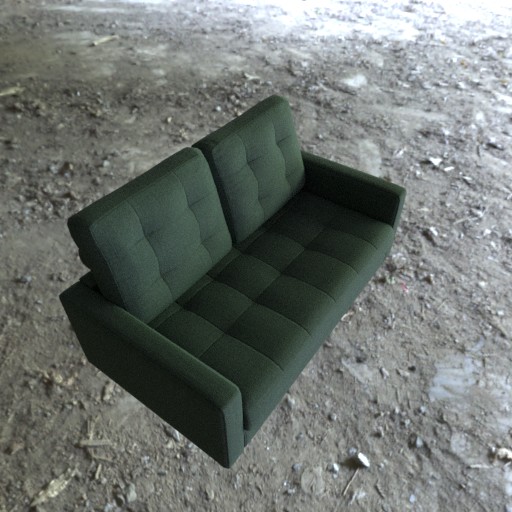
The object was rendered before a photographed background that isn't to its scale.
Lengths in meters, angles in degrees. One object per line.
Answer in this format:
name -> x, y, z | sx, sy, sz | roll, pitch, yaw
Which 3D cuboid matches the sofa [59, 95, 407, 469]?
sofa -> 0.000, 0.000, 1.938 | 0.842, 0.907, 1.407 | 27, 50, 25
